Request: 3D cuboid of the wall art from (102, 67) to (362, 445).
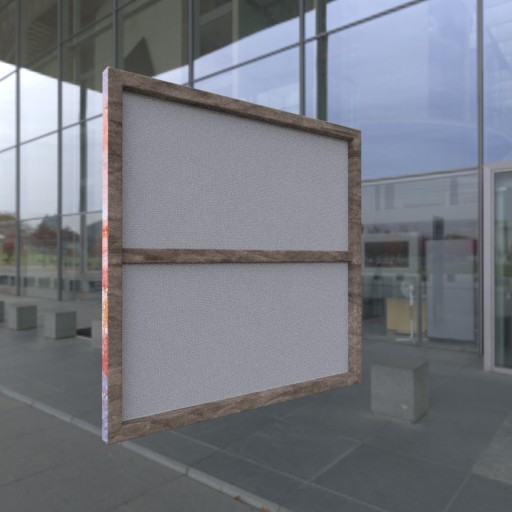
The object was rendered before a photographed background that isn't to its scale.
[{"bbox_3d":[0.000,0.000,1.104,0.747,0.747,0.035,0,0,-36],"label":"wall art"}]
